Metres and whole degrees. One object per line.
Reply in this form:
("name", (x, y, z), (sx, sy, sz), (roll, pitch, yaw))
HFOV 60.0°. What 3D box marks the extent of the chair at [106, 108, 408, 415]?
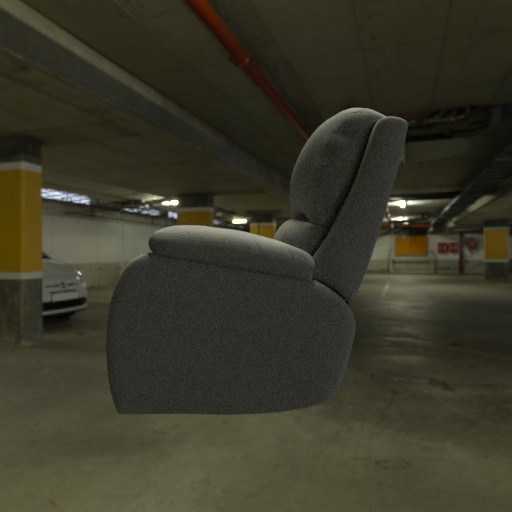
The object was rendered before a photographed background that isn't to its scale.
("chair", (0.000, 0.000, 1.722), (0.899, 1.011, 0.930), (0, 0, 0))
